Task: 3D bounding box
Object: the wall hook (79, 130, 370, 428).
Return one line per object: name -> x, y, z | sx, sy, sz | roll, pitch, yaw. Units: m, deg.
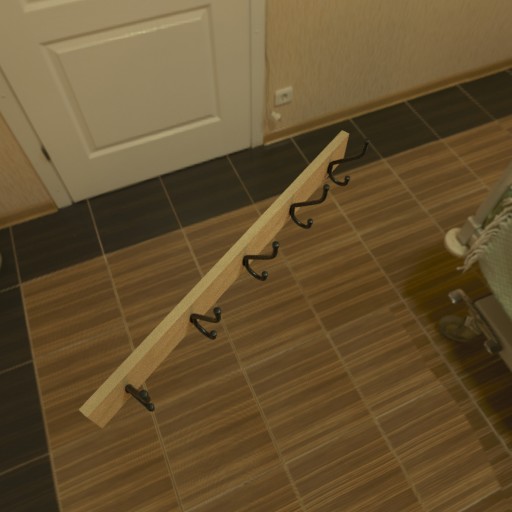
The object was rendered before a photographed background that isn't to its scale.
wall hook -> 0.000, 0.000, 0.613 | 0.071, 0.117, 0.571 | 33, 63, 19
